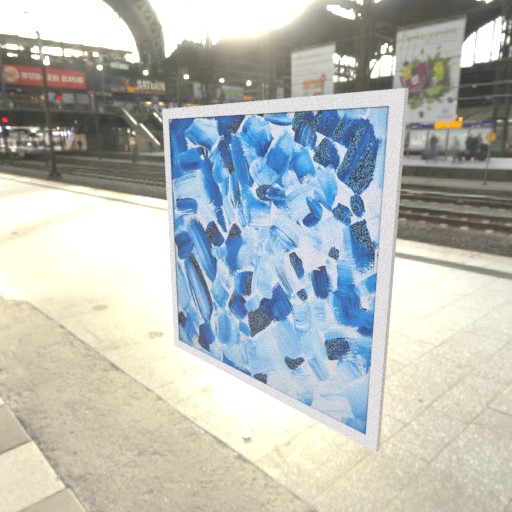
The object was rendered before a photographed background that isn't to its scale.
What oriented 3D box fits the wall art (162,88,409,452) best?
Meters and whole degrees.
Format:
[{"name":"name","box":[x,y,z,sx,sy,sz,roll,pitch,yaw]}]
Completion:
[{"name":"wall art","box":[0.000,0.000,1.229,0.812,0.812,0.015,14,20,43]}]
